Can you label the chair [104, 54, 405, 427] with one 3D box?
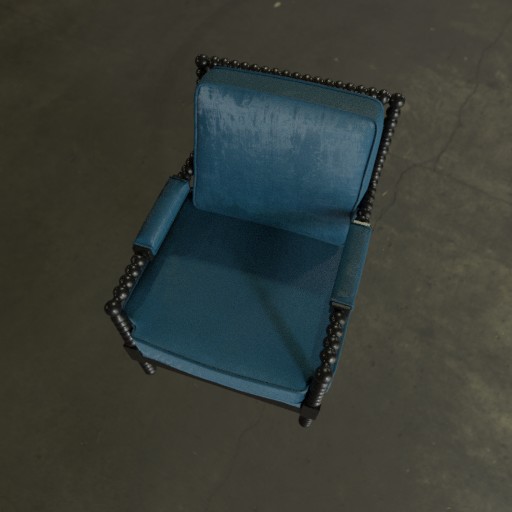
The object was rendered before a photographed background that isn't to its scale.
[{"bbox_3d":[0.000,0.000,1.448,0.688,0.857,0.805,15,59,10],"label":"chair"}]
